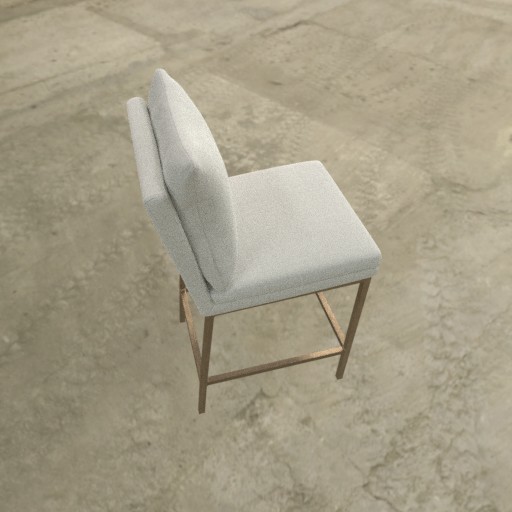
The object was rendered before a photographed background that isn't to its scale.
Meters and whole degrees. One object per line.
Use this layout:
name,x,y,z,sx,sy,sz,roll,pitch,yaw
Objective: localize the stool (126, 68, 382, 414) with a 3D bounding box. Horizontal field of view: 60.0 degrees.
stool,0.000,0.000,1.358,0.572,1.032,0.463,-12,47,-11
